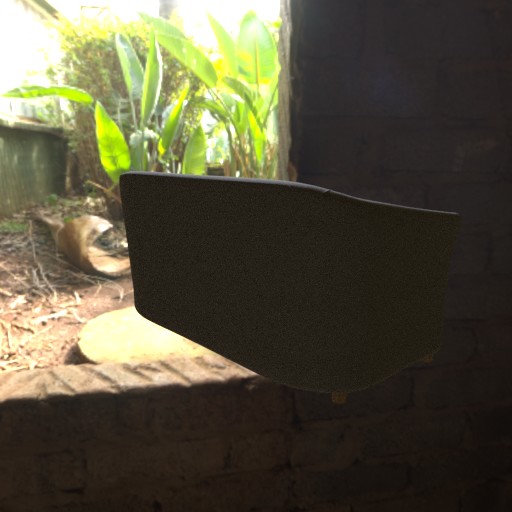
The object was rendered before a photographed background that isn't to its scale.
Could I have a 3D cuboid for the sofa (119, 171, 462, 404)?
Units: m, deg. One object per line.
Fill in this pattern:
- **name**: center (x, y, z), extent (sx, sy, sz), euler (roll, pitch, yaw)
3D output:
- **sofa**: center (0.000, 0.000, 1.930), extent (1.452, 0.721, 0.705), euler (13, 19, 43)
